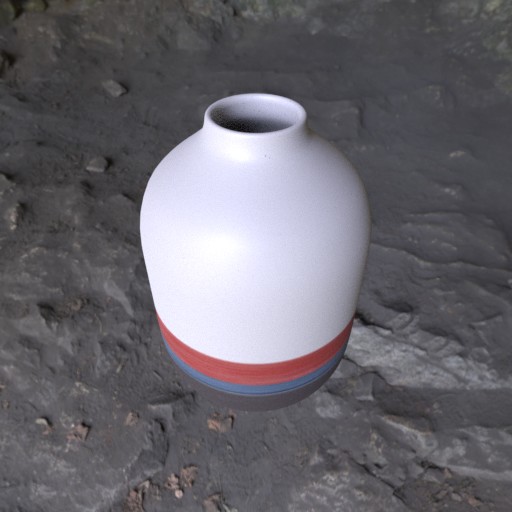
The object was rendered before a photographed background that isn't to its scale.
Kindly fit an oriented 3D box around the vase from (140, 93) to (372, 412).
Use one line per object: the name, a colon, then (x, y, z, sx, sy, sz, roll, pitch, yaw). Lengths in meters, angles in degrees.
vase: (0.000, 0.000, 0.353, 0.169, 0.237, 0.169, 0, 41, 0)
